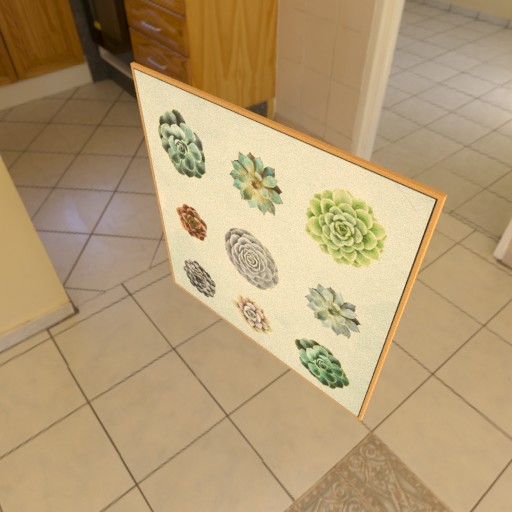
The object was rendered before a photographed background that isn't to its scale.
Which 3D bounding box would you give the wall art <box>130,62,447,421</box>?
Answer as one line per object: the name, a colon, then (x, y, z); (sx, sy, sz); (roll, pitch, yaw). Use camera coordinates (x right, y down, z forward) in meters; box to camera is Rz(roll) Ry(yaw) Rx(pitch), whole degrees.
wall art: (0.000, 0.000, 1.407); (0.962, 0.959, 0.013); (32, 53, 28)
